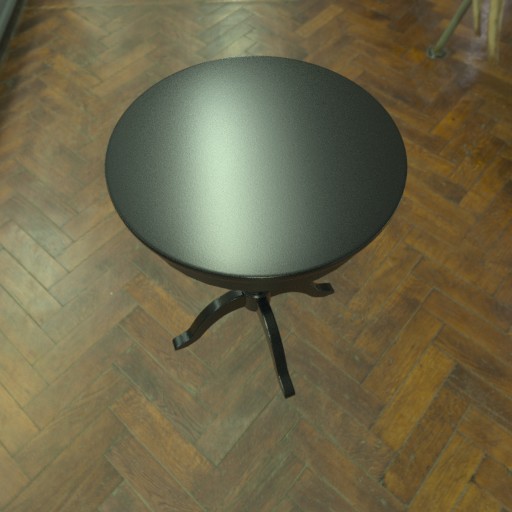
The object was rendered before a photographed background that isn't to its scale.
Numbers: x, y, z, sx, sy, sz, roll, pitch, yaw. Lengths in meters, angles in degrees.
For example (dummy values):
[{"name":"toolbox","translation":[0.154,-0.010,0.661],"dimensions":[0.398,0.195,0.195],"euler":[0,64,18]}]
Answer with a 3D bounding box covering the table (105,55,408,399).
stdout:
[{"name":"table","translation":[0.000,0.000,0.989],"dimensions":[0.481,0.665,0.481],"euler":[0,58,0]}]
